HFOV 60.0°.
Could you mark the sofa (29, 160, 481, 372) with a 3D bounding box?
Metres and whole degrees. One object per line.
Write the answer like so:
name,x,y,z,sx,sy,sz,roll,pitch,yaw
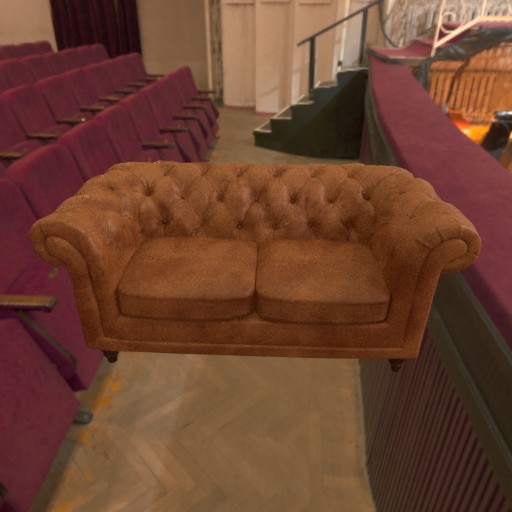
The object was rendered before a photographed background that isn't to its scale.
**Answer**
sofa,0.000,0.000,2.486,1.979,0.877,1.042,1,29,2
